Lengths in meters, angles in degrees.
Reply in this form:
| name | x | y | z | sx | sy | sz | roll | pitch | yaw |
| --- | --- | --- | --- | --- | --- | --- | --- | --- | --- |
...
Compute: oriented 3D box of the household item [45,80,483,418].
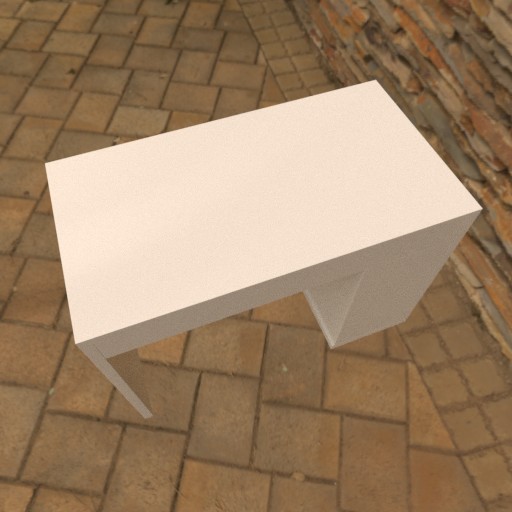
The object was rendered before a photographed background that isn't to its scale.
| name | x | y | z | sx | sy | sz | roll | pitch | yaw |
| --- | --- | --- | --- | --- | --- | --- | --- | --- | --- |
| household item | 0.000 | 0.000 | 1.572 | 1.100 | 0.749 | 0.597 | -18 | 59 | -11 |
